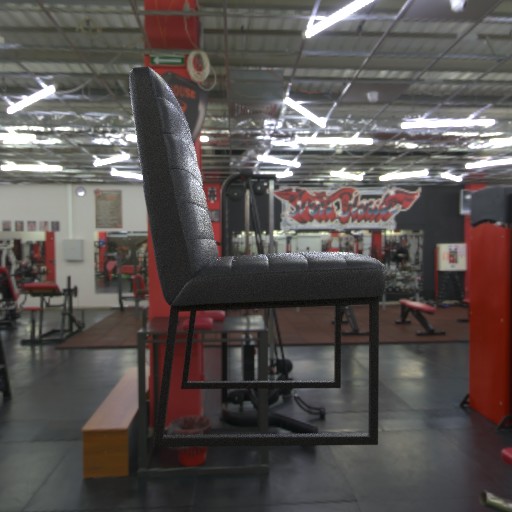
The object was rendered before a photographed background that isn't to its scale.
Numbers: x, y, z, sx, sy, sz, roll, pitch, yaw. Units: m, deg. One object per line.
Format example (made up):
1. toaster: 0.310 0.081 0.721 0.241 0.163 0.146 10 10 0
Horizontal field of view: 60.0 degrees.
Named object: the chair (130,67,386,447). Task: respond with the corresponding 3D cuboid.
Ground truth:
1. chair: 0.000 0.000 1.316 0.634 0.930 0.520 0 1 -1
